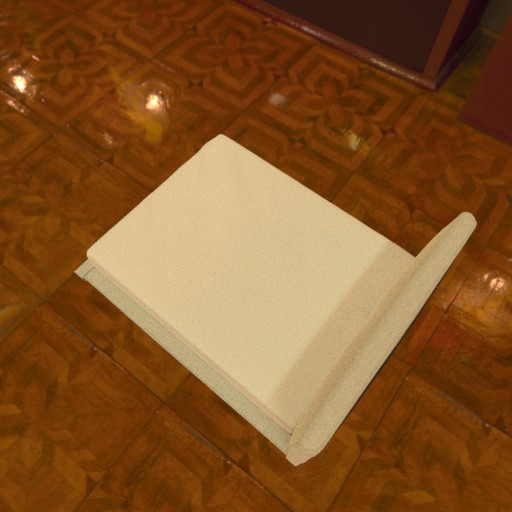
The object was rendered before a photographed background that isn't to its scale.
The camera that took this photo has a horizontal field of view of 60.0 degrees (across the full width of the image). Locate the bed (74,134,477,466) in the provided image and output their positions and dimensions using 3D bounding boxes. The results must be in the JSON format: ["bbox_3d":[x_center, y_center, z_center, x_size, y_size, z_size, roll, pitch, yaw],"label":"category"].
[{"bbox_3d":[0.000,0.000,3.560,2.498,1.126,1.980,36,68,17],"label":"bed"}]
